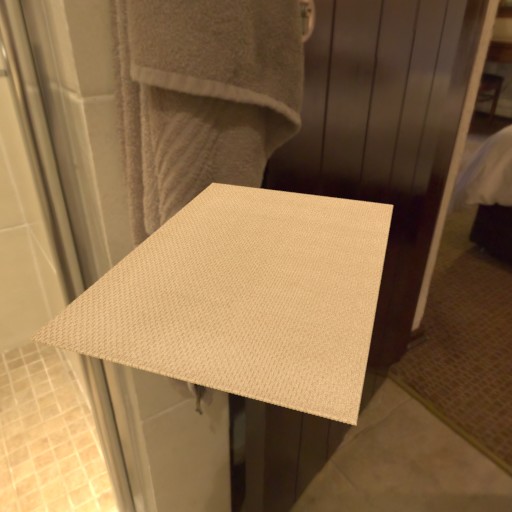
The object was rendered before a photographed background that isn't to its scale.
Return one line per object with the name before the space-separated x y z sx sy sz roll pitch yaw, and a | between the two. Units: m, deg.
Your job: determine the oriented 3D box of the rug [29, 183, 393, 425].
rug | 0.000 0.000 2.738 1.509 0.013 2.144 10 31 16
